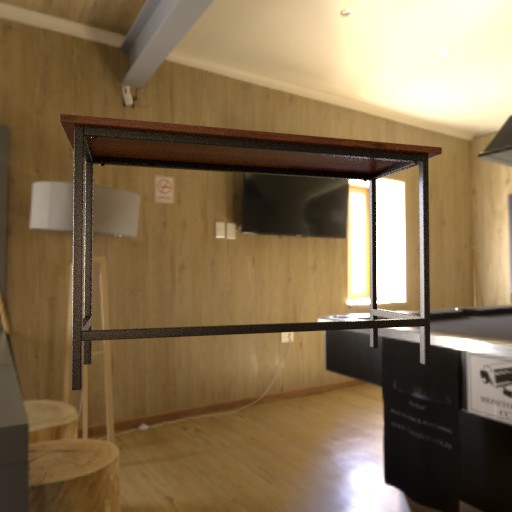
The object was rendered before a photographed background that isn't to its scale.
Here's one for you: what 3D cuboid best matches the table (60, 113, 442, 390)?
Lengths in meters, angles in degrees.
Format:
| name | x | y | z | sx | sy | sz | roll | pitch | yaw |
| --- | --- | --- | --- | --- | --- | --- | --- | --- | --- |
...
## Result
| name | x | y | z | sx | sy | sz | roll | pitch | yaw |
| --- | --- | --- | --- | --- | --- | --- | --- | --- | --- |
| table | 0.000 | 0.000 | 1.530 | 1.204 | 0.740 | 0.408 | 0 | -2 | -16 |
